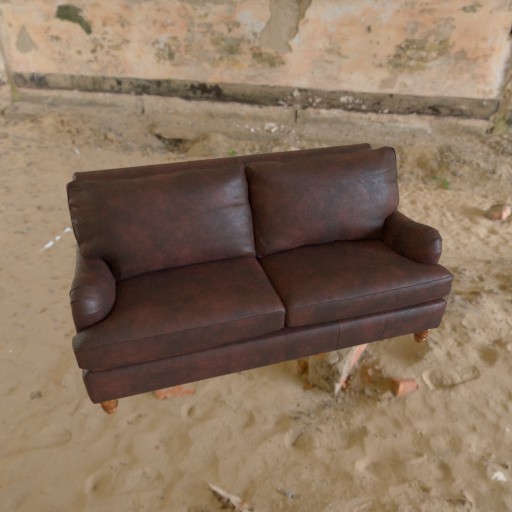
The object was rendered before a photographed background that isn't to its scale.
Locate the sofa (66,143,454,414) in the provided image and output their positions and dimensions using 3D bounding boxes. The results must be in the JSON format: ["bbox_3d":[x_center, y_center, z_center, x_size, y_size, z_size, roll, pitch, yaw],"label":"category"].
[{"bbox_3d":[0.000,0.000,2.766,2.144,1.071,1.147,-9,33,-14],"label":"sofa"}]
